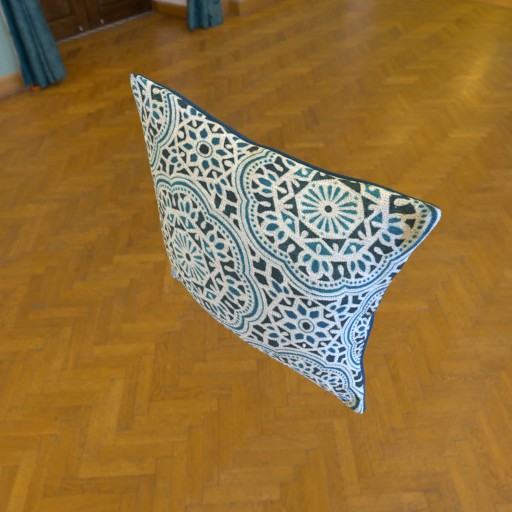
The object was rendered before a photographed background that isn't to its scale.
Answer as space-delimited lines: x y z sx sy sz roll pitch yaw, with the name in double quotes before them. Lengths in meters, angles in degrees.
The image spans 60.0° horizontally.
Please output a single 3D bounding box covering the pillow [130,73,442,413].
"pillow" 0.000 0.000 0.638 0.440 0.420 0.145 32 55 26
